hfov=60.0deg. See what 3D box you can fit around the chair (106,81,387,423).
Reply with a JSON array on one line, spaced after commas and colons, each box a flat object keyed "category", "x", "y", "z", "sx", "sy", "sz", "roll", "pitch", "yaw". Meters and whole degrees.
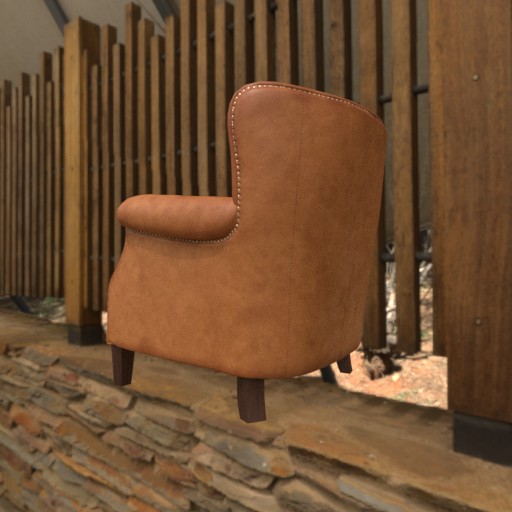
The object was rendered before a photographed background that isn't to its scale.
[{"category": "chair", "x": 0.000, "y": 0.000, "z": 1.647, "sx": 0.921, "sy": 0.936, "sz": 0.861, "roll": 0, "pitch": -1, "yaw": 36}]
